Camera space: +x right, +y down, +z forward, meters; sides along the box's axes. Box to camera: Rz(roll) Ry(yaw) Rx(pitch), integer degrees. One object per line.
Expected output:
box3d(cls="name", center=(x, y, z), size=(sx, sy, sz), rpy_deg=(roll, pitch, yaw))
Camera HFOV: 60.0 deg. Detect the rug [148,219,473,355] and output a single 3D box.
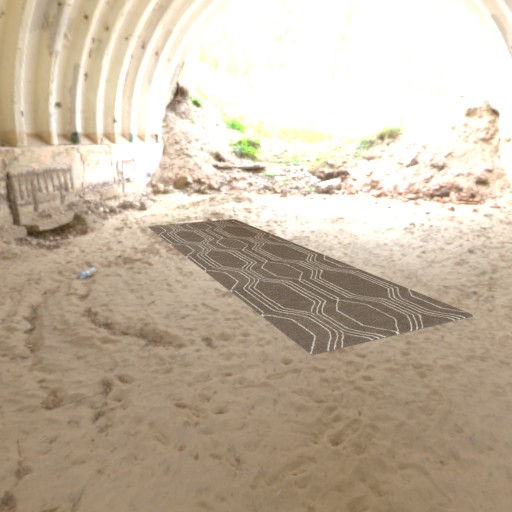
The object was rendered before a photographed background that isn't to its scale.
box3d(cls="rug", center=(0.000, 0.000, 2.708), size=(0.773, 0.012, 2.464), rpy_deg=(-7, 16, -25))
